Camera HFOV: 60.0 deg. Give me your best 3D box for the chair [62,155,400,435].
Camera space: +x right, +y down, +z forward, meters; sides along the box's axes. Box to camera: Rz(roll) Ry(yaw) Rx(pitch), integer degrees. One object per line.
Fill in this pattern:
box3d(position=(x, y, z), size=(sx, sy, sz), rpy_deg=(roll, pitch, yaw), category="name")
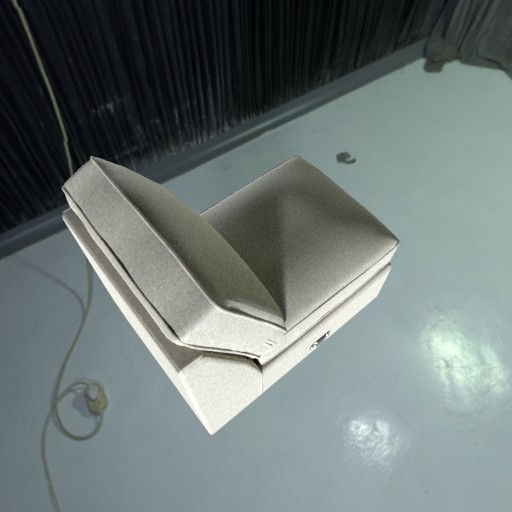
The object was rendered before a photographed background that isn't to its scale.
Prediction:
box3d(position=(0.000, 0.000, 1.696), size=(1.020, 1.058, 0.674), rpy_deg=(-35, 64, -20), category="chair")
